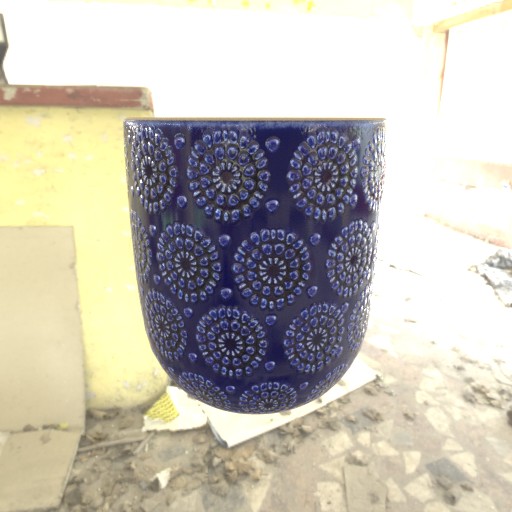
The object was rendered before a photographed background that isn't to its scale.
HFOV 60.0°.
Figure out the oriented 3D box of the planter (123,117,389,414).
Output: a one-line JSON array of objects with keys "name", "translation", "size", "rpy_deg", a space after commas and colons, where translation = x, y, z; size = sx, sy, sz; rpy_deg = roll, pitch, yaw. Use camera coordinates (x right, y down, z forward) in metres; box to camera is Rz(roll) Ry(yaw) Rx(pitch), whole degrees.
[{"name": "planter", "translation": [0.000, 0.000, 0.345], "size": [0.184, 0.206, 0.184], "rpy_deg": [0, 17, 0]}]
